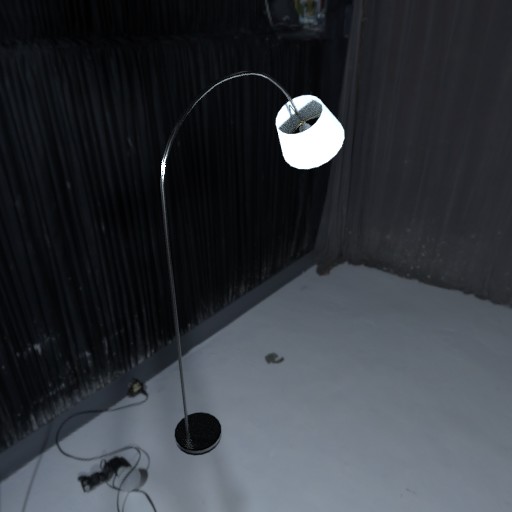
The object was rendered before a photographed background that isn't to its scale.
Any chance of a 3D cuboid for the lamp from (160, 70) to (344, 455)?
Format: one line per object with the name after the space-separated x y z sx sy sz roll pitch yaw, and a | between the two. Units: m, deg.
0.000 0.000 2.684 0.406 2.098 1.445 22 36 33 | lamp
